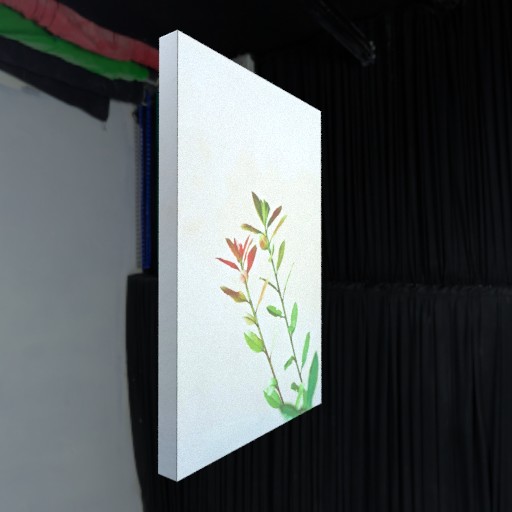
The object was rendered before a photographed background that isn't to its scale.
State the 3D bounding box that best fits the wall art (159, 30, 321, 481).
[{"bbox_3d":[0.000,0.000,0.774,0.038,0.611,0.408,0,-1,36],"label":"wall art"}]
